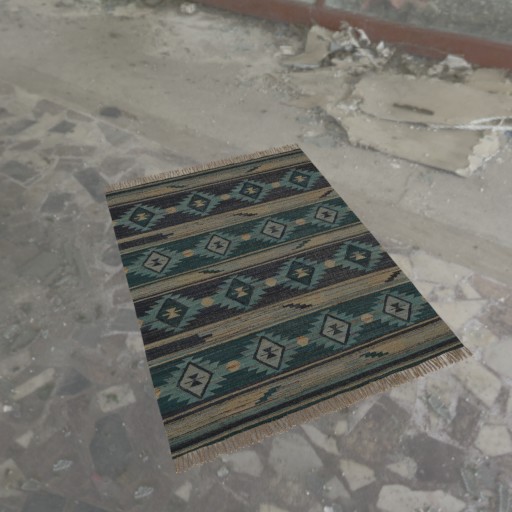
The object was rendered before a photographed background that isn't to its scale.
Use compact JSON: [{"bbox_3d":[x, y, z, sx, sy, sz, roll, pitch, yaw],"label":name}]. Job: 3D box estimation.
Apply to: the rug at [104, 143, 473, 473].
[{"bbox_3d":[0.000,0.000,4.245,2.418,0.047,3.307,-16,49,-15],"label":"rug"}]
